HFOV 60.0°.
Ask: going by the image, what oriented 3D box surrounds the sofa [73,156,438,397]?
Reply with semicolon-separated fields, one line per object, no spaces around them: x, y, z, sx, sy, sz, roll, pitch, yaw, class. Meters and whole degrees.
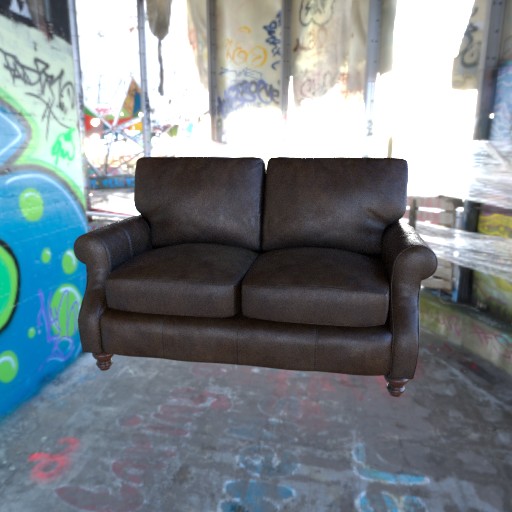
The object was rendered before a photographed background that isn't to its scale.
0.000;0.000;2.251;1.616;0.976;0.990;2;14;10;sofa
